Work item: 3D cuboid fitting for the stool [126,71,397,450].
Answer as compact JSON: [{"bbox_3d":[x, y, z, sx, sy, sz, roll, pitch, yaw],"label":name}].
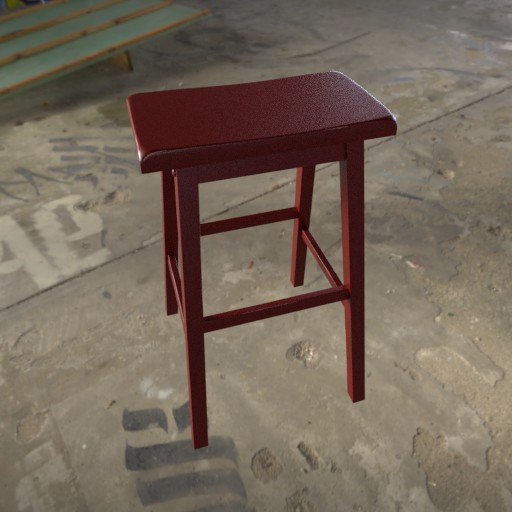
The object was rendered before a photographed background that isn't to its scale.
[{"bbox_3d":[0.000,0.000,1.047,0.457,0.737,0.476,-12,43,-13],"label":"stool"}]
